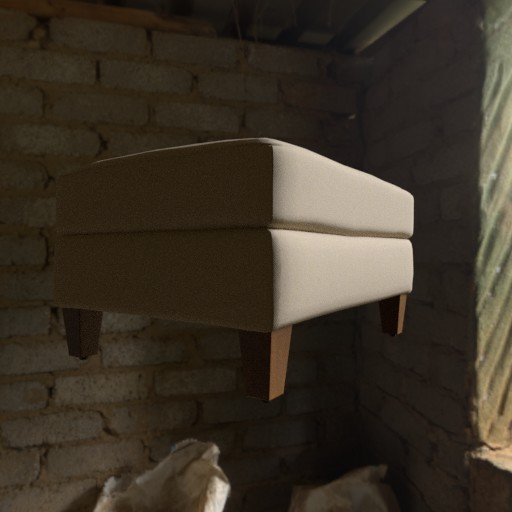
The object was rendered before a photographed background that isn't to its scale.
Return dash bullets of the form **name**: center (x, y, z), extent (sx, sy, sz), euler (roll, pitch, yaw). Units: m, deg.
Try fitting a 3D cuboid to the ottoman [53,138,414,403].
- **ottoman**: center (0.000, 0.000, 1.189), extent (0.634, 0.485, 0.818), euler (0, 1, 34)
